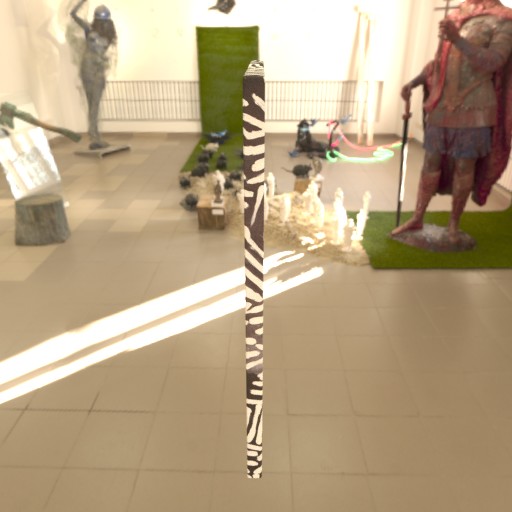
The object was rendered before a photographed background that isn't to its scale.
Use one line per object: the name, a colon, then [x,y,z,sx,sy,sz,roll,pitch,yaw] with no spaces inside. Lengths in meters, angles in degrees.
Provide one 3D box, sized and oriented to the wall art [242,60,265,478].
wall art: [0.000,0.000,1.165,0.035,0.918,0.615,0,26,1]
